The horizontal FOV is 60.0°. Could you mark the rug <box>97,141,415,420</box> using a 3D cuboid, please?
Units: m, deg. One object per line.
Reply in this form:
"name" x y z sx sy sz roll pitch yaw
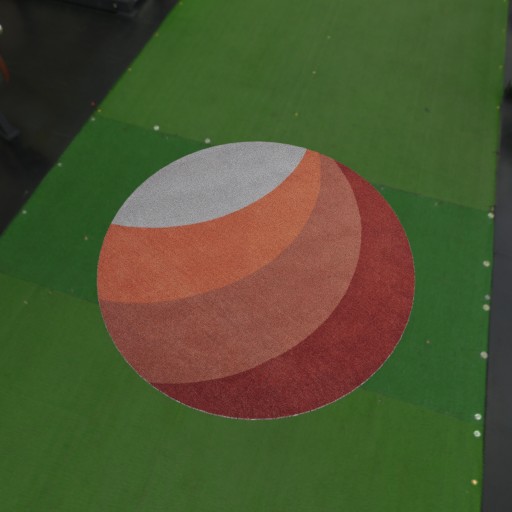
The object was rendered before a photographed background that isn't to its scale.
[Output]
"rug" 0.000 0.000 2.145 1.514 0.015 1.514 0 59 0
